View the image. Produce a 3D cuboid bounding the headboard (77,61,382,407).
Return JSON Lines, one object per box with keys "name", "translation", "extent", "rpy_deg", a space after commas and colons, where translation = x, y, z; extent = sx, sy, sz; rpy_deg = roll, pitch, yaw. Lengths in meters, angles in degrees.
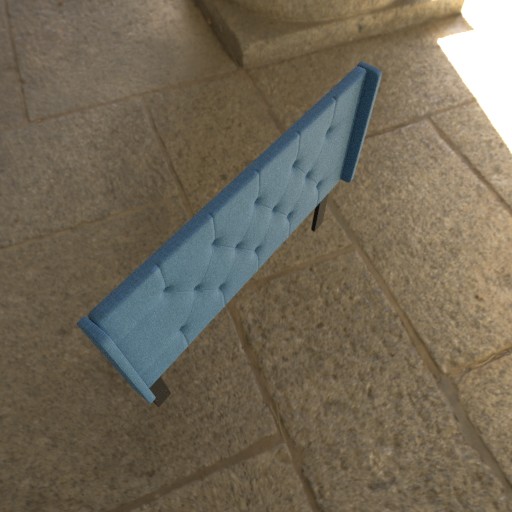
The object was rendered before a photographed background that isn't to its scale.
{"name": "headboard", "translation": [0.000, 0.000, 2.726], "extent": [0.184, 1.524, 2.051], "rpy_deg": [34, 64, 19]}
